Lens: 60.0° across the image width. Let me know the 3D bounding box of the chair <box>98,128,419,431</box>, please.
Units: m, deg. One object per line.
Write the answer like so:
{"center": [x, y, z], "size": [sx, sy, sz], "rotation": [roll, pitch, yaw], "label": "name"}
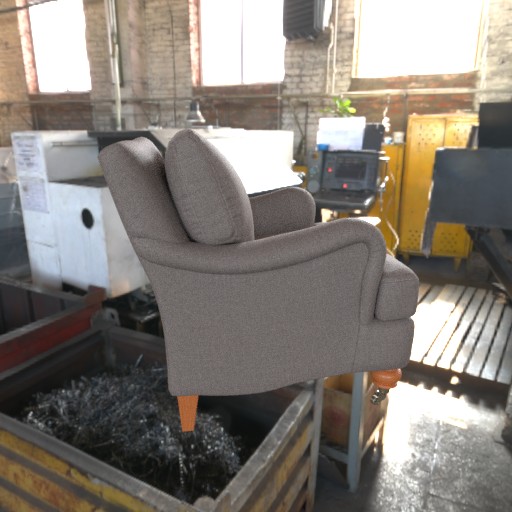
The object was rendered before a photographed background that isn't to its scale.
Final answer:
{"center": [0.000, 0.000, 1.882], "size": [1.070, 1.038, 0.955], "rotation": [-3, 16, -9], "label": "chair"}
